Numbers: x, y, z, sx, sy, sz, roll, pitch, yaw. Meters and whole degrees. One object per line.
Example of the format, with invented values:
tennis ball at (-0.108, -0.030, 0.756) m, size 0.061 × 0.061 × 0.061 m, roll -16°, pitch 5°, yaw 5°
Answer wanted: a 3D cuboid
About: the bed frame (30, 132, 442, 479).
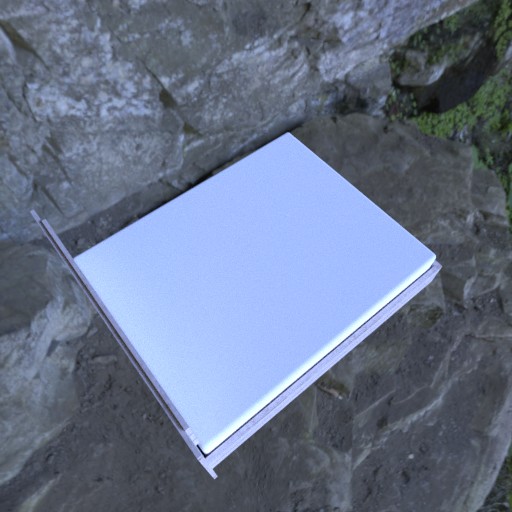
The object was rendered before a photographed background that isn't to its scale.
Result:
bed frame at (0.000, 0.000, 3.046) m, size 2.080 × 0.970 × 1.750 m, roll -35°, pitch 64°, yaw -19°
